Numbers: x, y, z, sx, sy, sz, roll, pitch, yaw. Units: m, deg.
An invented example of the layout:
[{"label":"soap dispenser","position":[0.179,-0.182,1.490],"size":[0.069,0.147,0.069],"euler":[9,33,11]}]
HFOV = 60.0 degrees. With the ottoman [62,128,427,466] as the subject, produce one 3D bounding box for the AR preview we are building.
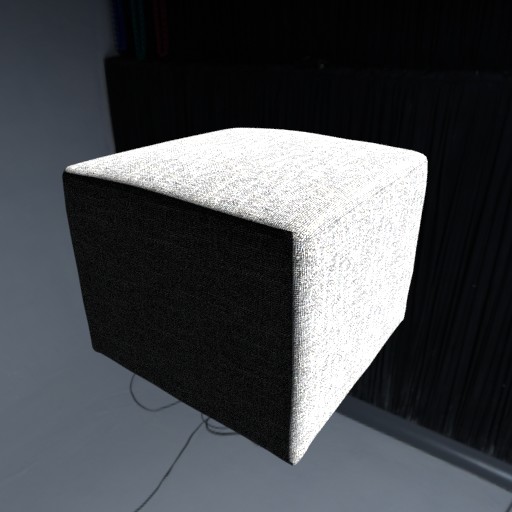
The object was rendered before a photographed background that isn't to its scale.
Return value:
[{"label":"ottoman","position":[0.000,0.000,0.914],"size":[0.512,0.453,0.521],"euler":[17,31,32]}]
